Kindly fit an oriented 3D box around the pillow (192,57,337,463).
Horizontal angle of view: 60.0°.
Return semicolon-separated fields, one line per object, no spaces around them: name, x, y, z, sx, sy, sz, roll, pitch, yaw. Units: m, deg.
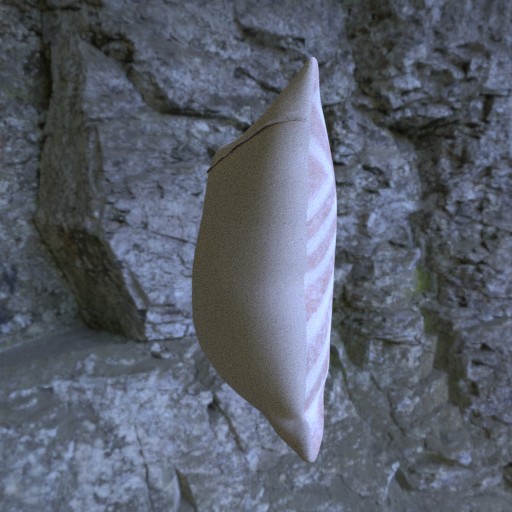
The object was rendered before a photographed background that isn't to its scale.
pillow;0.000;0.000;0.680;0.182;0.441;0.440;0;1;-18
